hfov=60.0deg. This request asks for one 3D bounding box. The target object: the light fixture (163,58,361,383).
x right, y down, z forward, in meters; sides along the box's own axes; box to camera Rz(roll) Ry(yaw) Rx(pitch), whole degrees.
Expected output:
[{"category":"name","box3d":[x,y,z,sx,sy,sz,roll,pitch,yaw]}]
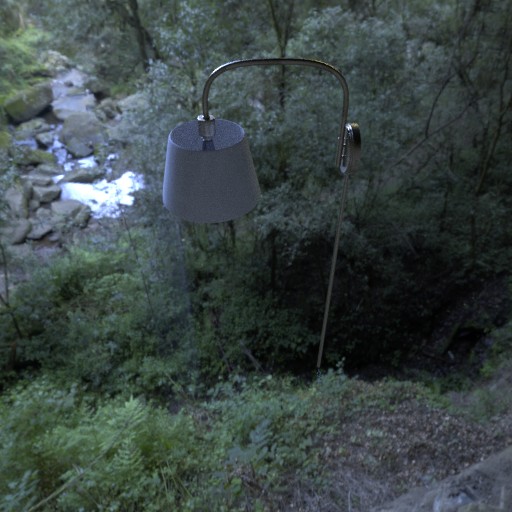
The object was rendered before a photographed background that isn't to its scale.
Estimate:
[{"category":"light fixture","box3d":[0.000,0.000,0.471,0.176,0.399,0.092,-2,40,-2]}]
